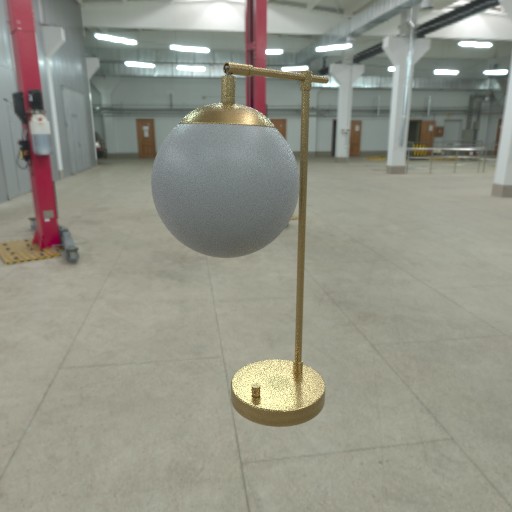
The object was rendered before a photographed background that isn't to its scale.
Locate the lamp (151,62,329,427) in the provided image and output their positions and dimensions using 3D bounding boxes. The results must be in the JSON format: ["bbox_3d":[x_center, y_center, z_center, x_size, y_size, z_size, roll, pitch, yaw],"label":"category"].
[{"bbox_3d":[0.000,0.000,0.697,0.324,0.559,0.207,-15,21,-42],"label":"lamp"}]
